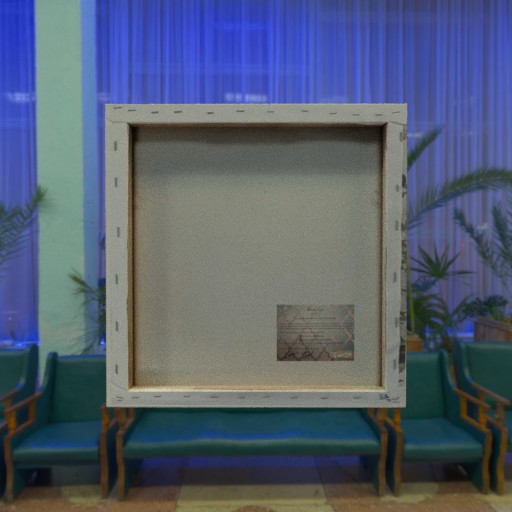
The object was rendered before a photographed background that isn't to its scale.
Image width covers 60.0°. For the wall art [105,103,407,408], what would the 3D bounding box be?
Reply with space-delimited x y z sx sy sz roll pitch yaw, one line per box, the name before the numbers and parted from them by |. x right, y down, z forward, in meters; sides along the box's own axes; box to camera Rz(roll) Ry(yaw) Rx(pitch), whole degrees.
wall art | 0.000 0.000 0.464 0.302 0.306 0.038 0 1 0
